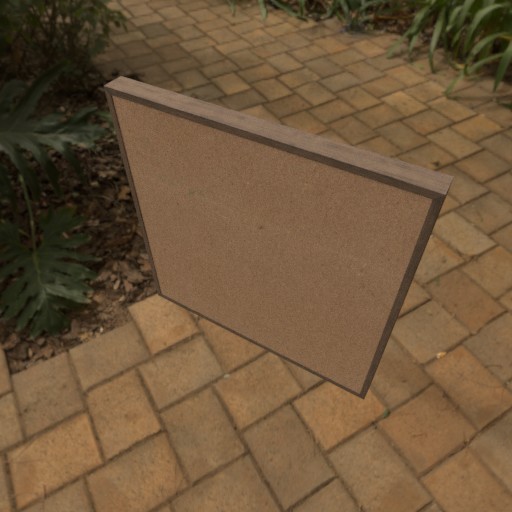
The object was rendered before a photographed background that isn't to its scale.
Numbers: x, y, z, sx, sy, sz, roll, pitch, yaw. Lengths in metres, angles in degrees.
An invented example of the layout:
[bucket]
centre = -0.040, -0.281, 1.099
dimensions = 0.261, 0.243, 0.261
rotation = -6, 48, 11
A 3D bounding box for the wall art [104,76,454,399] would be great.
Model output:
[wall art]
centre = 0.000, 0.000, 0.774
dimensions = 0.508, 0.508, 0.038
rotation = 23, 51, 20
